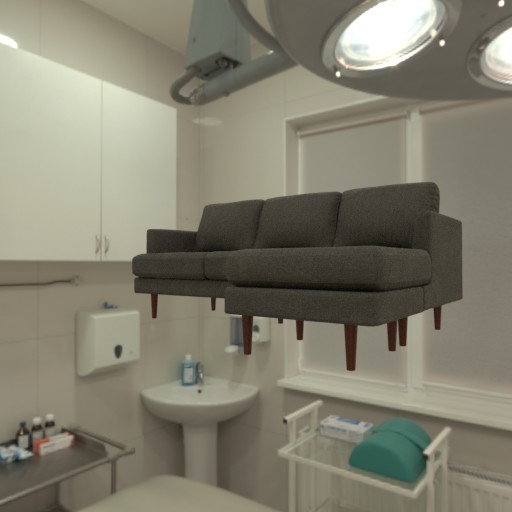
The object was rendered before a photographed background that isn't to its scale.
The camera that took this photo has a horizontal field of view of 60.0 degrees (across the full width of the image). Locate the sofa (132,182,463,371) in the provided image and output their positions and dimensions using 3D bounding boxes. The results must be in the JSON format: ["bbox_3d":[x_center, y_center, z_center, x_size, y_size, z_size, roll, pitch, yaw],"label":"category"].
[{"bbox_3d":[0.000,0.000,2.918,2.233,0.956,1.504,-1,-1,36],"label":"sofa"}]
